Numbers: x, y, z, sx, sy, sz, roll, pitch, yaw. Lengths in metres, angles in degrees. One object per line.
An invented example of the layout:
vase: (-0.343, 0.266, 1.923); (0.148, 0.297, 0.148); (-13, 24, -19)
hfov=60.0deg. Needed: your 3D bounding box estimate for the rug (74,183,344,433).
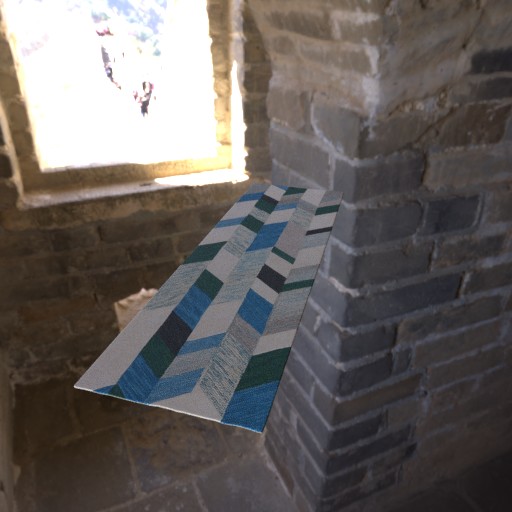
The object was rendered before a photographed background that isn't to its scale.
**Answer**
rug: (0.000, 0.000, 2.665); (0.774, 0.008, 2.437); (8, 30, 14)
